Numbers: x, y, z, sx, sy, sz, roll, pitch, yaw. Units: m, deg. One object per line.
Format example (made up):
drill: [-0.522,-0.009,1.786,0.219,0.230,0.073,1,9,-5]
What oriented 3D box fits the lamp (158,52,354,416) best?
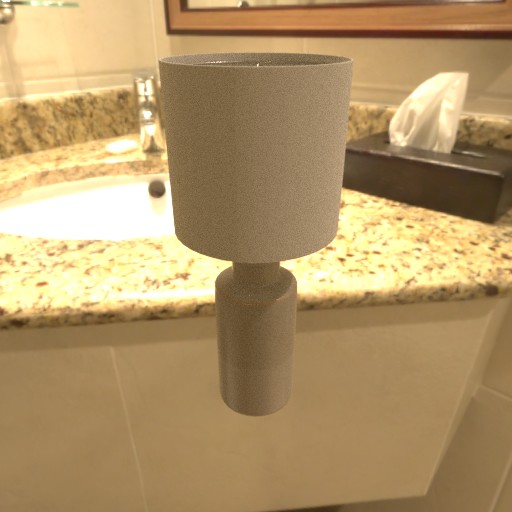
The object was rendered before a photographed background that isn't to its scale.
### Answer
lamp: [0.000,0.000,0.603,0.212,0.493,0.212,1,28,1]
